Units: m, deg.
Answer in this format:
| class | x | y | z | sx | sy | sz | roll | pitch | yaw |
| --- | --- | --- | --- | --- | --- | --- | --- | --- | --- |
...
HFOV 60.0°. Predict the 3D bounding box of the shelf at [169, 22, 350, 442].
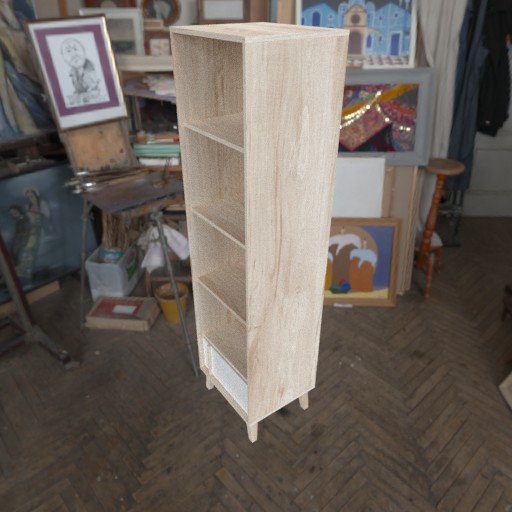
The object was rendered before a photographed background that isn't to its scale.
| class | x | y | z | sx | sy | sz | roll | pitch | yaw |
| --- | --- | --- | --- | --- | --- | --- | --- | --- | --- |
| shelf | 0.000 | 0.000 | 2.138 | 0.450 | 1.960 | 0.510 | -21 | 37 | -30 |
